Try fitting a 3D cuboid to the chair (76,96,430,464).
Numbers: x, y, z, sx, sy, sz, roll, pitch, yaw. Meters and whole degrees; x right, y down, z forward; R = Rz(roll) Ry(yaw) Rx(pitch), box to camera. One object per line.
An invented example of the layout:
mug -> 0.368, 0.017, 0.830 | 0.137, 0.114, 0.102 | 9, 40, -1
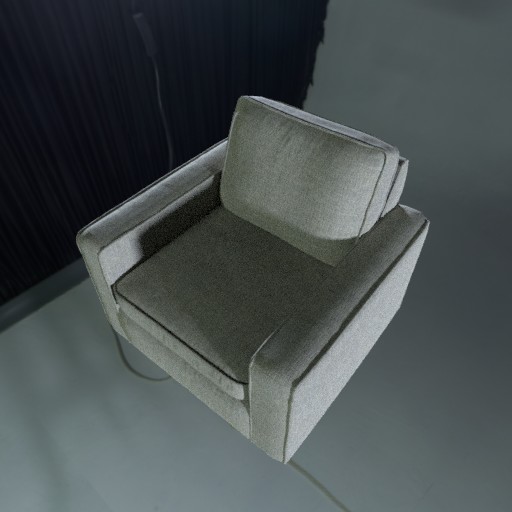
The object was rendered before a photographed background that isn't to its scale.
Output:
chair -> 0.000, 0.000, 1.749 | 1.016, 0.914, 0.940 | 30, 53, 26
